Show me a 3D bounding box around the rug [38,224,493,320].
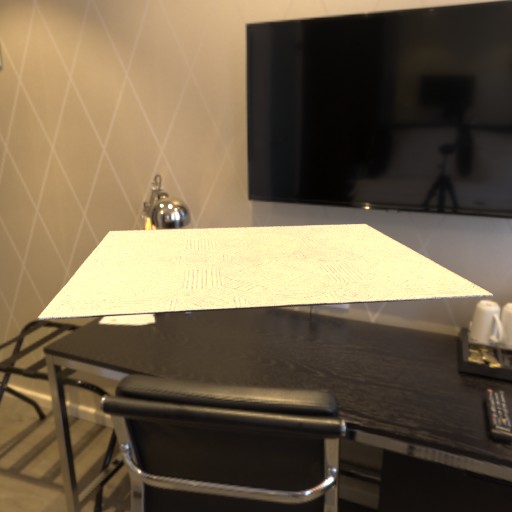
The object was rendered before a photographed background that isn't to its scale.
[{"bbox_3d":[0.000,0.000,4.092,3.049,0.015,2.457,-2,16,-7],"label":"rug"}]
